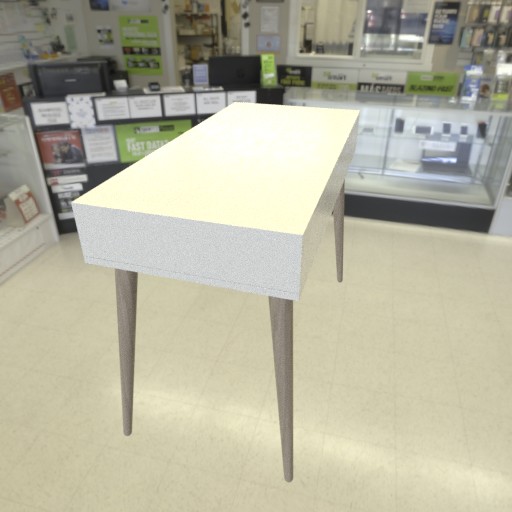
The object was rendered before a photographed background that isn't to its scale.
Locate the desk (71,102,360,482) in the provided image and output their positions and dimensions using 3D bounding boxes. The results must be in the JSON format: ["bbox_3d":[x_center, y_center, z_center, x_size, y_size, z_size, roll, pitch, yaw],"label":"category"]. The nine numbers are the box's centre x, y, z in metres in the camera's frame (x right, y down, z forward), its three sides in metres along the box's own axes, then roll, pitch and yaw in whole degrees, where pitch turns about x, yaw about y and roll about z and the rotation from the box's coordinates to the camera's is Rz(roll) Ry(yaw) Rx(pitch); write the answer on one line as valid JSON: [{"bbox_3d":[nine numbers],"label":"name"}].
[{"bbox_3d":[0.000,0.000,1.409,0.491,0.723,0.979,9,32,15],"label":"desk"}]
